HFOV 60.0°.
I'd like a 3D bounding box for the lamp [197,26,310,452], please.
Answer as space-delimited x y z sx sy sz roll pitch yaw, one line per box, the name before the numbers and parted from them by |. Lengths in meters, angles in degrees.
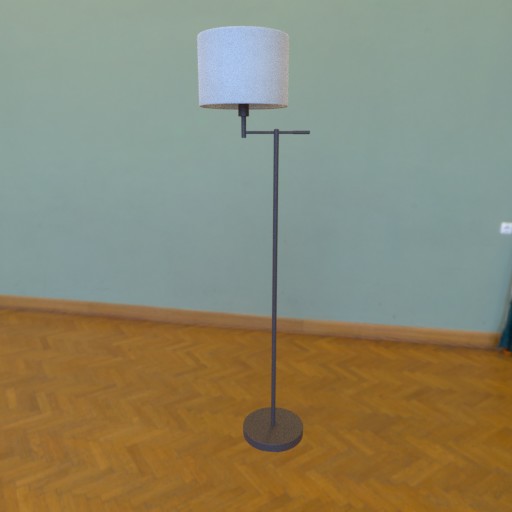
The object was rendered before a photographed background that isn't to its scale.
lamp | 0.000 0.000 1.767 0.416 1.600 0.324 3 15 10
